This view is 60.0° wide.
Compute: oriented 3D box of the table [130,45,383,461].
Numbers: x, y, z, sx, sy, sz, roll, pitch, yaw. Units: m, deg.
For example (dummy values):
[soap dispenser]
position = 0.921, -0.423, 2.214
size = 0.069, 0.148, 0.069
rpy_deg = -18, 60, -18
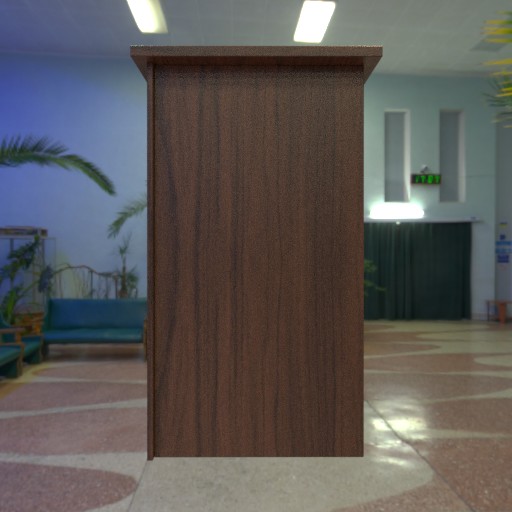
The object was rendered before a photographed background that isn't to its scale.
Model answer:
[table]
position = 0.000, 0.000, 0.909
size = 0.381, 0.636, 0.480
rpy_deg = 0, 0, 0
